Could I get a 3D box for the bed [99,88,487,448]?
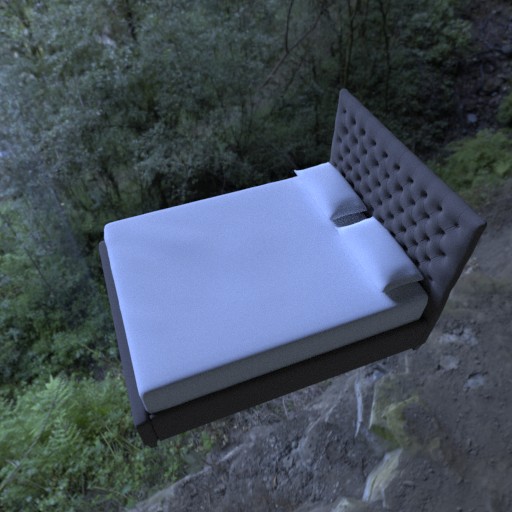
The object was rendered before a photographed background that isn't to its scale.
[{"bbox_3d":[0.000,0.000,3.294,2.233,1.426,1.696,-16,50,-14],"label":"bed"}]
